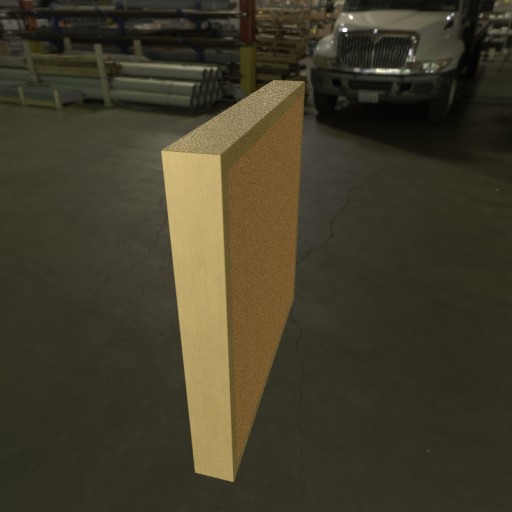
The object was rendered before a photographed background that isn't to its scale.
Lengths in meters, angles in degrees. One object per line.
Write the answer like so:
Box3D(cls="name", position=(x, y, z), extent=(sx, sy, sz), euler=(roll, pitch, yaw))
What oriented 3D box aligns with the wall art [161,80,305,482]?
Box3D(cls="wall art", position=(0.000, 0.000, 0.464), extent=(0.038, 0.305, 0.305), euler=(7, 30, 13))
